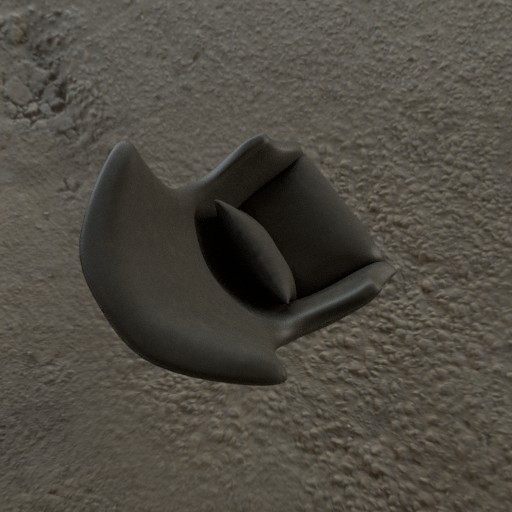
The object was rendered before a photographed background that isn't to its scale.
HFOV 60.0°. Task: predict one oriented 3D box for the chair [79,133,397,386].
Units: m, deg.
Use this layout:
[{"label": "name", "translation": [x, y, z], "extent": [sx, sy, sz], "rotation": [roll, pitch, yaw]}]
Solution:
[{"label": "chair", "translation": [0.000, 0.000, 1.697], "extent": [0.954, 1.068, 0.819], "rotation": [-34, 79, -8]}]
